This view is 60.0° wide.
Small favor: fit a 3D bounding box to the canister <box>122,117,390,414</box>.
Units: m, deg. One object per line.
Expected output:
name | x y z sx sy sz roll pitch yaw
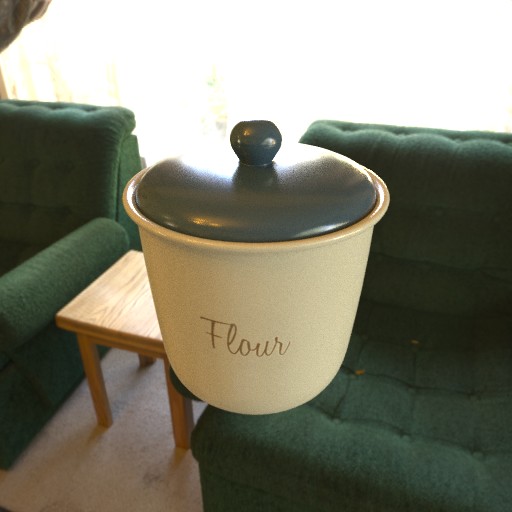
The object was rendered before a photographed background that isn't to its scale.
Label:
canister | 0.000 0.000 0.341 0.182 0.208 0.182 0 30 0
